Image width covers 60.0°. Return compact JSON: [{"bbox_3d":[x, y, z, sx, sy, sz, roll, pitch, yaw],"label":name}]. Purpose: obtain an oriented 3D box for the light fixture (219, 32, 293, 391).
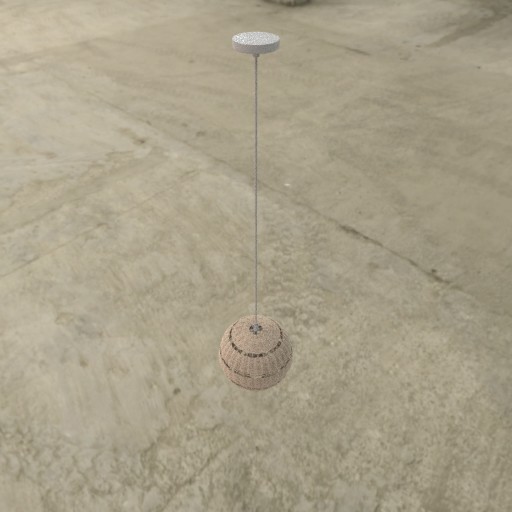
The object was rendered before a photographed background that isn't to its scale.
[{"bbox_3d":[0.000,0.000,2.217,0.457,2.019,0.457,-11,42,-13],"label":"light fixture"}]
